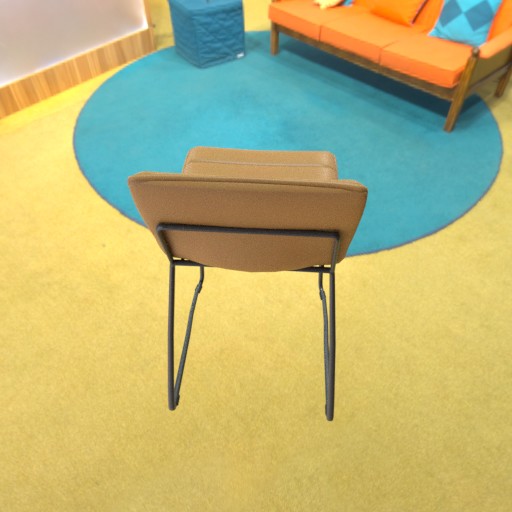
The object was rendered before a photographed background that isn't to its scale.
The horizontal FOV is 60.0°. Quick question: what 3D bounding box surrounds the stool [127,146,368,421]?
[{"bbox_3d":[0.000,0.000,1.168,0.489,0.866,0.524,3,47,3],"label":"stool"}]
